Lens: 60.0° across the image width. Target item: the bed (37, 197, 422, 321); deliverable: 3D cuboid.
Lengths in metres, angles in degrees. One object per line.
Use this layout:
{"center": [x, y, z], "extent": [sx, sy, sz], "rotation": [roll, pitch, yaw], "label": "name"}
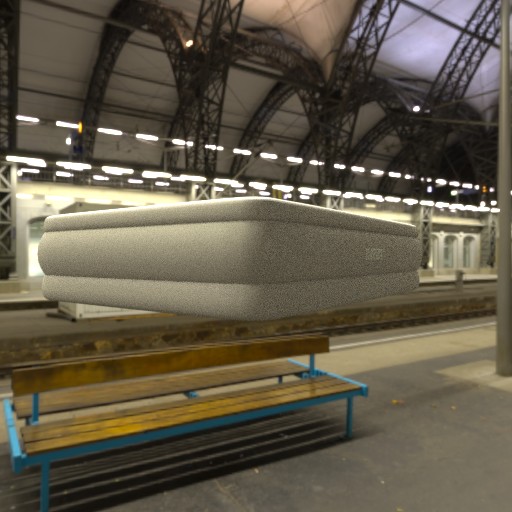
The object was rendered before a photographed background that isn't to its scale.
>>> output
{"center": [0.000, 0.000, 2.696], "extent": [1.520, 0.460, 2.036], "rotation": [0, 0, 36], "label": "bed"}
